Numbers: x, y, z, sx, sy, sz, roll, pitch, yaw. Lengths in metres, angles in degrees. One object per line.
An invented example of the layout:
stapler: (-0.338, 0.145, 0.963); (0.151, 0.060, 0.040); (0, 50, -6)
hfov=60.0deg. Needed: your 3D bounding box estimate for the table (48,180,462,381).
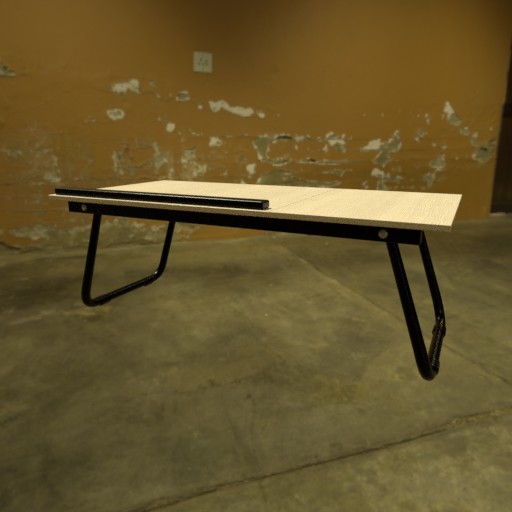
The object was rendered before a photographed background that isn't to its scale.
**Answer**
table: (0.000, 0.000, 0.795); (0.644, 0.242, 0.322); (7, 16, 25)
